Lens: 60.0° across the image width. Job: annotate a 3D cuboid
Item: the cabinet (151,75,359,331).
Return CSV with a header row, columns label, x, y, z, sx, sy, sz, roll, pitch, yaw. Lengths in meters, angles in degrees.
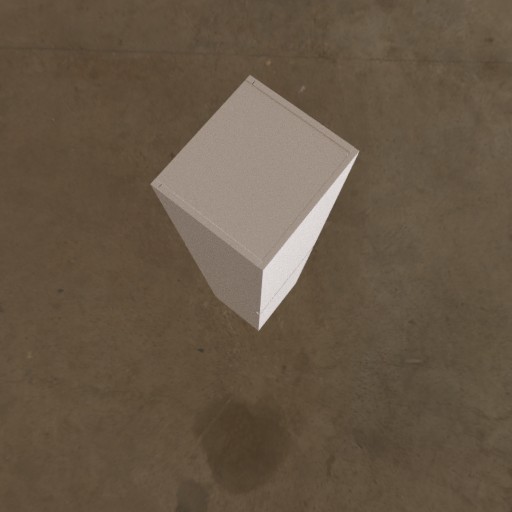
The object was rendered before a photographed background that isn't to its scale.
label,x,y,z,sx,sy,sz,roll,pitch,yaw
cabinet,0.000,0.000,1.521,0.269,1.400,0.300,38,79,9
